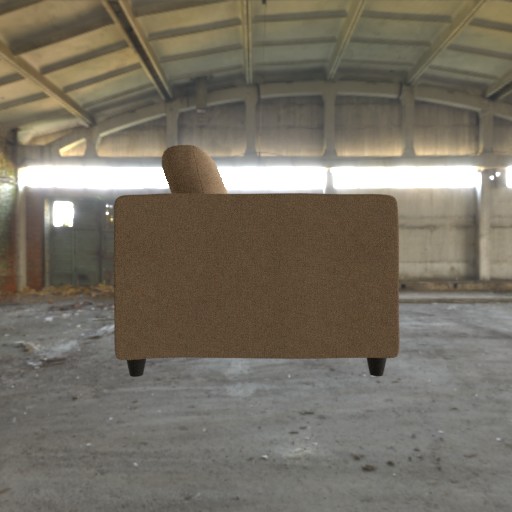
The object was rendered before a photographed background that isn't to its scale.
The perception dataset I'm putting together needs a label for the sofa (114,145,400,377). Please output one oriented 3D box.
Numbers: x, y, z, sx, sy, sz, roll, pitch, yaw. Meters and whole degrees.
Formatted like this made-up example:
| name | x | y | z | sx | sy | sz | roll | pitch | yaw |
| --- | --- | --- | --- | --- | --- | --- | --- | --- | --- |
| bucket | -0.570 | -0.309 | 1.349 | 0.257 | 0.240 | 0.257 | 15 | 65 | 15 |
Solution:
| name | x | y | z | sx | sy | sz | roll | pitch | yaw |
| --- | --- | --- | --- | --- | --- | --- | --- | --- | --- |
| sofa | 0.000 | 0.000 | 2.341 | 0.930 | 0.800 | 1.855 | 0 | 0 | 0 |
